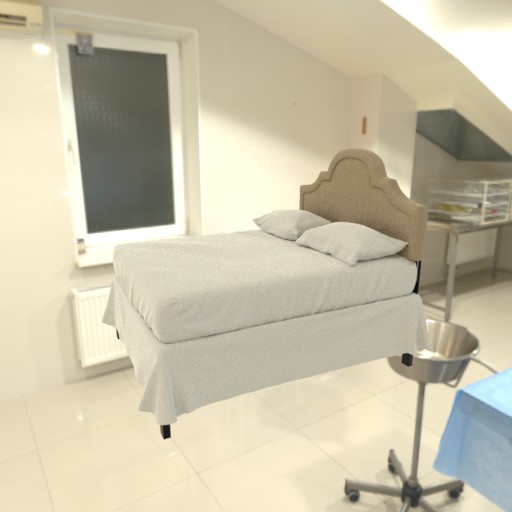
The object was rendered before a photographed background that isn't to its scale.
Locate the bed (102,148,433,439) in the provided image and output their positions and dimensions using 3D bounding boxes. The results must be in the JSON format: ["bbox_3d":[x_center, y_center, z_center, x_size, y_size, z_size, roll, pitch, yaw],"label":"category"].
[{"bbox_3d":[0.000,0.000,3.498,2.222,1.634,1.780,-7,17,-26],"label":"bed"}]
